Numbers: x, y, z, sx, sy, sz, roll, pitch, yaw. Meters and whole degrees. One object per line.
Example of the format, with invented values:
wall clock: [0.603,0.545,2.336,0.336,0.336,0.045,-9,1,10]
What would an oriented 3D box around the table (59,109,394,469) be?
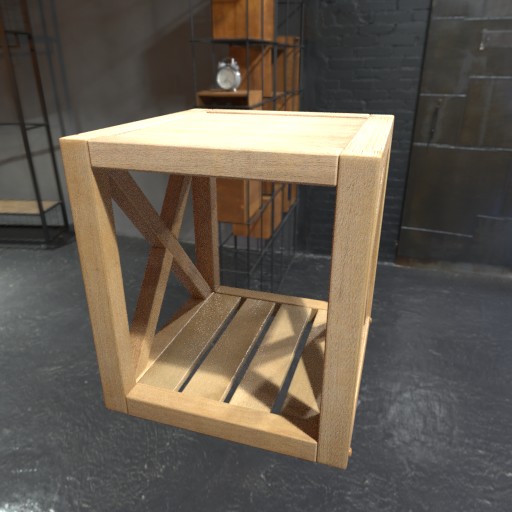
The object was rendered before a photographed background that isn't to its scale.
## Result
table: [0.000,0.000,1.061,0.558,0.610,0.559,7,25,16]
